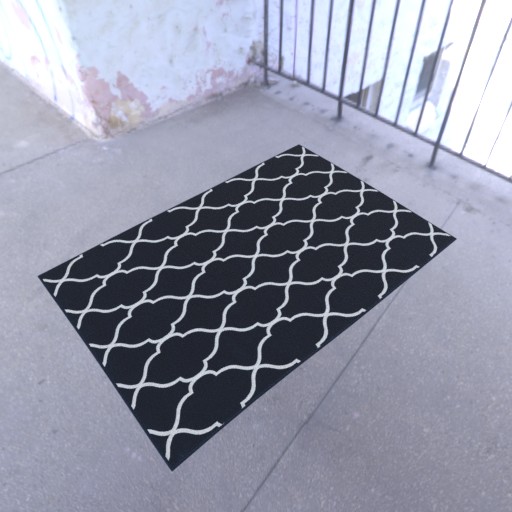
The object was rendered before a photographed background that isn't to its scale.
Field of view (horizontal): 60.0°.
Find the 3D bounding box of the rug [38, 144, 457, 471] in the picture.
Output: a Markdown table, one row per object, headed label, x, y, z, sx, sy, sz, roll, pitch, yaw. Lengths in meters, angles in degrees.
| label | x | y | z | sx | sy | sz | roll | pitch | yaw |
| --- | --- | --- | --- | --- | --- | --- | --- | --- | --- |
| rug | 0.000 | 0.000 | 2.876 | 2.290 | 0.014 | 1.526 | -32 | 54 | -27 |
